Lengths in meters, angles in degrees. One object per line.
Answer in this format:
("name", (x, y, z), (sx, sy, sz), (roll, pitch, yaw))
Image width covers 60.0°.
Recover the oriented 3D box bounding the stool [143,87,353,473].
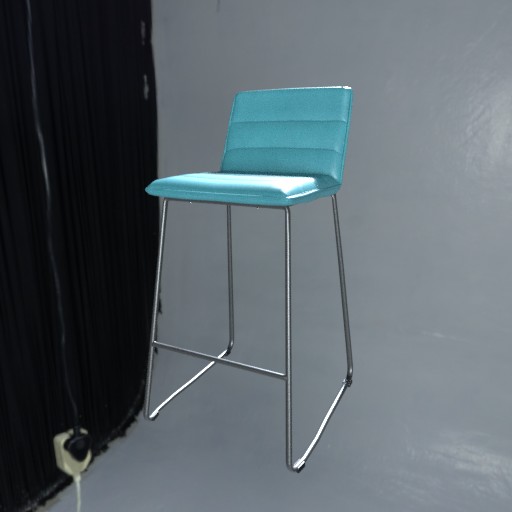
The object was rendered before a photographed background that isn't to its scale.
("stool", (0.000, 0.000, 1.263), (0.489, 0.936, 0.524), (8, 17, 26))
